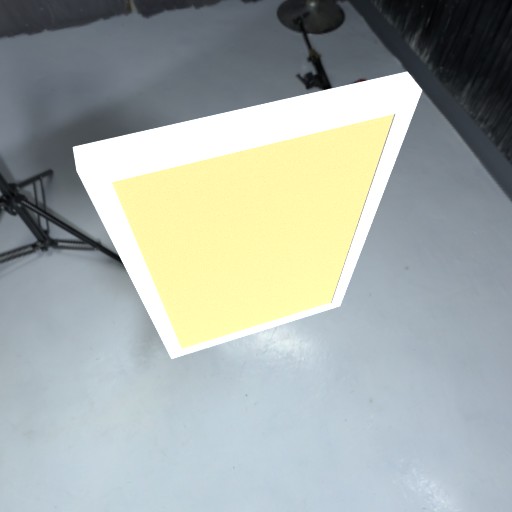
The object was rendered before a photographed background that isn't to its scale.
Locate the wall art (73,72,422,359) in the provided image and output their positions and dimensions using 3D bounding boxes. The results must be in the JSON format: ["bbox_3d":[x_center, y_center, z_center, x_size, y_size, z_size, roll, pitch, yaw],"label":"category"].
[{"bbox_3d":[0.000,0.000,0.768,0.408,0.611,0.038,-16,60,-9],"label":"wall art"}]
